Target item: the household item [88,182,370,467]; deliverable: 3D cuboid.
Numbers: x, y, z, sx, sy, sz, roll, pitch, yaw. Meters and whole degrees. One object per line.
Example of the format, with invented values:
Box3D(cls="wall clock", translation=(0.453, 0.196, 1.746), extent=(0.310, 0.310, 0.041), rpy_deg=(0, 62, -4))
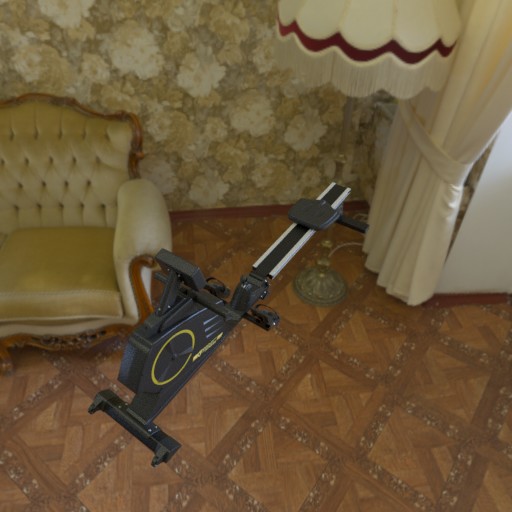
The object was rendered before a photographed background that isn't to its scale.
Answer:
Box3D(cls="household item", translation=(0.000, 0.000, 2.576), extent=(0.521, 0.810, 2.251), rpy_deg=(25, 47, 26))
